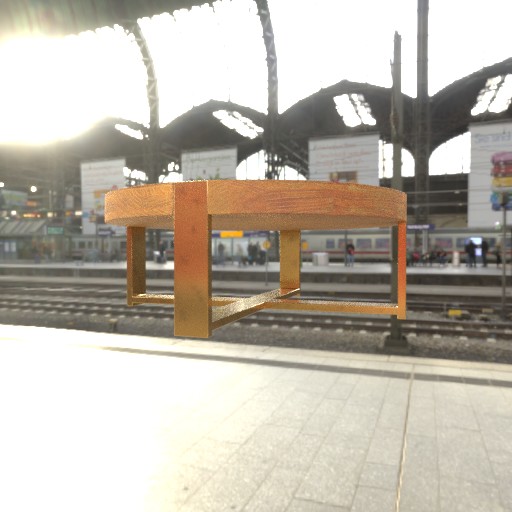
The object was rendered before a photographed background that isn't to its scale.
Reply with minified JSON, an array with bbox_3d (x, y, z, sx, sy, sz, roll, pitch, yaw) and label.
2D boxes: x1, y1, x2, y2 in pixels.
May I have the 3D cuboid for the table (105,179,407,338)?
[{"bbox_3d":[0.000,0.000,1.713,1.100,0.420,1.100,0,1,0],"label":"table"}]
